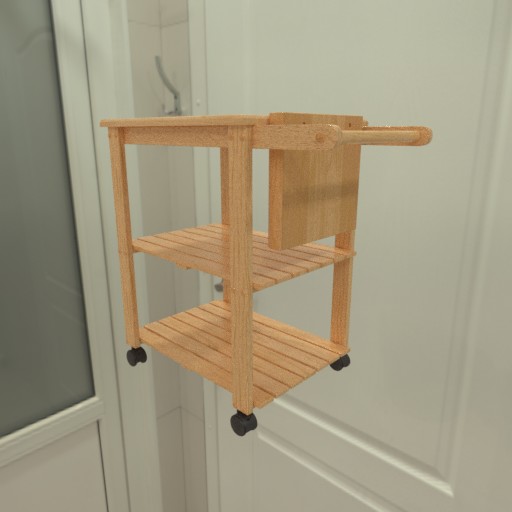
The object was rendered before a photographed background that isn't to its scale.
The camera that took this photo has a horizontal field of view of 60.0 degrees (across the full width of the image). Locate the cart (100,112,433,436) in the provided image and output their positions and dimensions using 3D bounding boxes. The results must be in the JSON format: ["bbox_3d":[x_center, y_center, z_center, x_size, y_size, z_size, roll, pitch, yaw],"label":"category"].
[{"bbox_3d":[0.000,0.000,1.358,0.843,0.816,0.520,14,21,42],"label":"cart"}]
